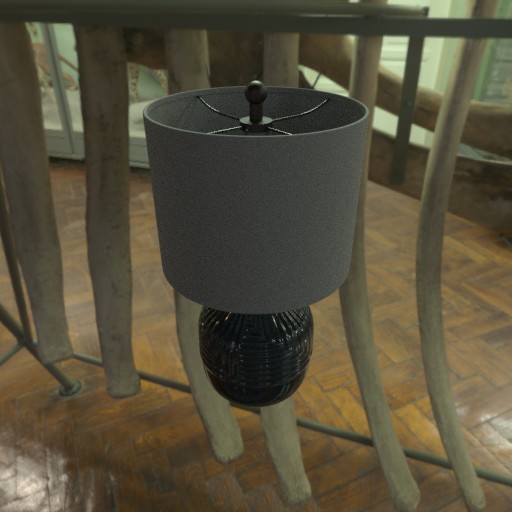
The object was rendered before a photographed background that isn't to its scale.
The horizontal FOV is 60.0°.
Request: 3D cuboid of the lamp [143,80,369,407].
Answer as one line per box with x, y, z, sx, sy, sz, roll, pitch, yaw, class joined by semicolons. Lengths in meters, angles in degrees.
0.000;0.000;0.762;0.318;0.567;0.318;0;31;0;lamp
